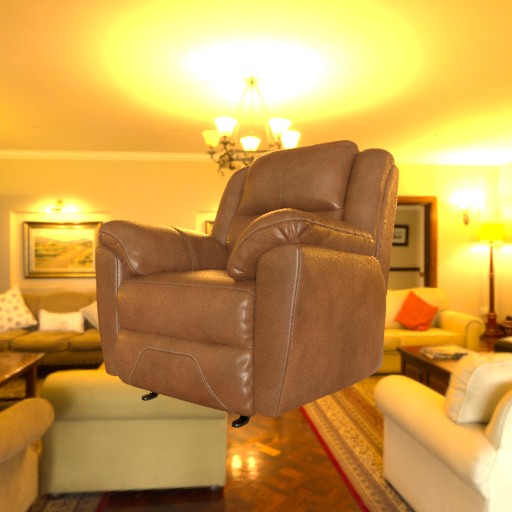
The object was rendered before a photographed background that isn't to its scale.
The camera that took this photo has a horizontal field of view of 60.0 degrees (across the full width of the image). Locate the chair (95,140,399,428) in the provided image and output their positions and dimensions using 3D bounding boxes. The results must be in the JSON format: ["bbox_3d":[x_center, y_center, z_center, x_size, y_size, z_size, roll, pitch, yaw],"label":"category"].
[{"bbox_3d":[0.000,0.000,1.918,0.990,1.093,1.041,0,1,36],"label":"chair"}]
